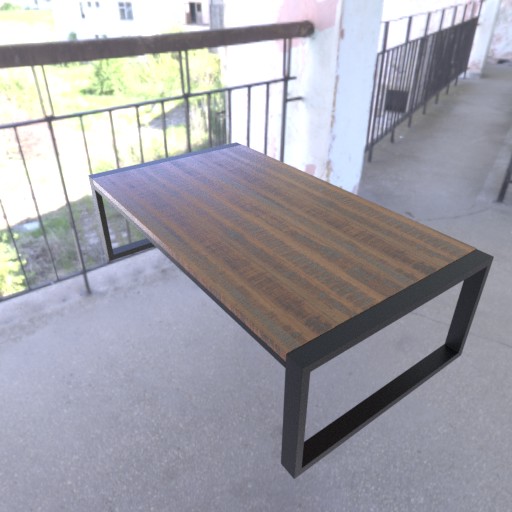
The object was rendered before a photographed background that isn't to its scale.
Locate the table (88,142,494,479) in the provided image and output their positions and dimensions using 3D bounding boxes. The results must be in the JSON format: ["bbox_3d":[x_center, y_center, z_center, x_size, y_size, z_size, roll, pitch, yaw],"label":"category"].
[{"bbox_3d":[0.000,0.000,1.684,0.750,0.400,1.350,-21,38,-30],"label":"table"}]
